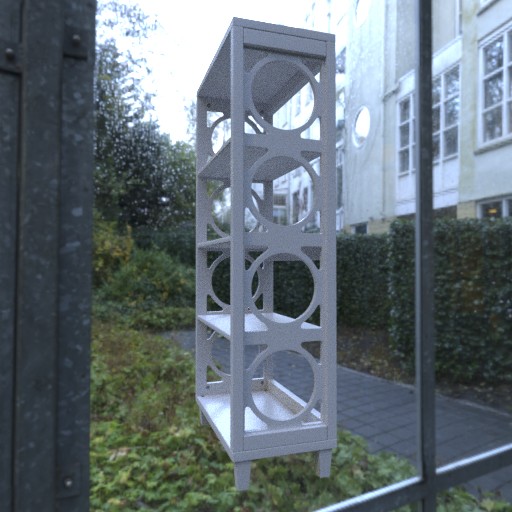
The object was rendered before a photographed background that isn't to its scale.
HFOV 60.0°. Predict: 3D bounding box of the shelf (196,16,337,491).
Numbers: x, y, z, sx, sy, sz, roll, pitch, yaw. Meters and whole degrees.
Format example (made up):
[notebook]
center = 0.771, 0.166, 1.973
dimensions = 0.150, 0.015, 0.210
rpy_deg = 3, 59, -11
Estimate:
[shelf]
center = 0.000, 0.000, 1.642
dimensions = 0.340, 1.411, 0.611
rpy_deg = 0, -1, -18
